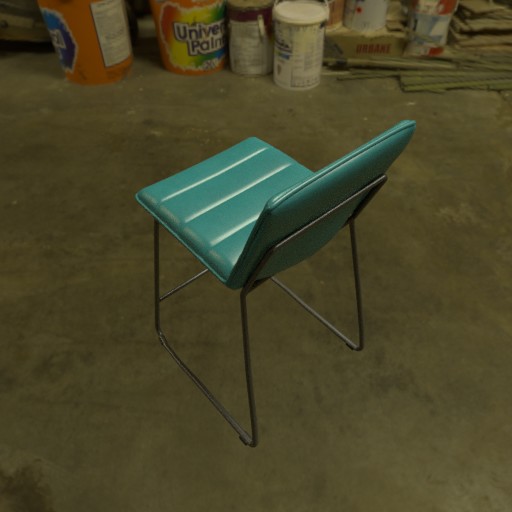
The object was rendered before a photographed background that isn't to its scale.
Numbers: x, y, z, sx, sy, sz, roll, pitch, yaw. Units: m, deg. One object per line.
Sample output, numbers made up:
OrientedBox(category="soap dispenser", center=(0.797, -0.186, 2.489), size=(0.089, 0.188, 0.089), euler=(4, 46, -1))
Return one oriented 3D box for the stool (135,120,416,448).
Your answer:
OrientedBox(category="stool", center=(0.000, 0.000, 1.174), size=(0.489, 0.866, 0.524), euler=(-33, 55, -27))
